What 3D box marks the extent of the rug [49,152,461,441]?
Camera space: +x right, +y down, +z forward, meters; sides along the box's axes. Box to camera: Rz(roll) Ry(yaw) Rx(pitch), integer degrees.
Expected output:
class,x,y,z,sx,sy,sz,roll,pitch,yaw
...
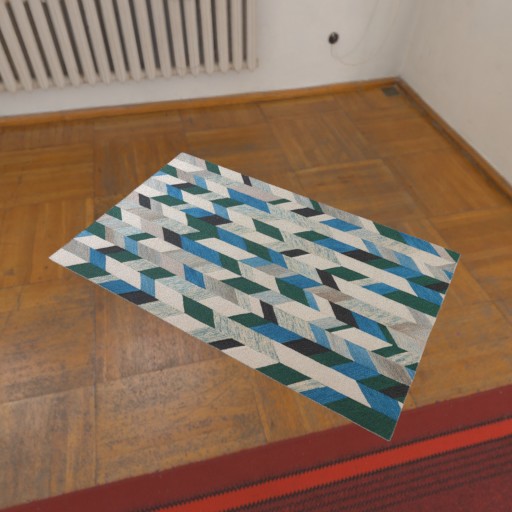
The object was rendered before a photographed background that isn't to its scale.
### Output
class,x,y,z,sx,sy,sz,roll,pitch,yaw
rug,0.000,0.000,3.058,2.433,0.007,1.507,23,51,21
